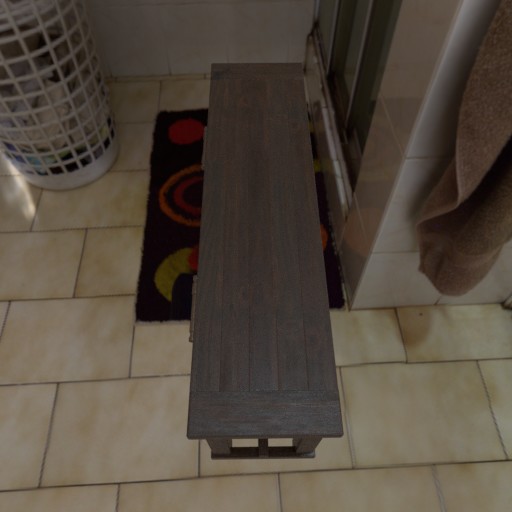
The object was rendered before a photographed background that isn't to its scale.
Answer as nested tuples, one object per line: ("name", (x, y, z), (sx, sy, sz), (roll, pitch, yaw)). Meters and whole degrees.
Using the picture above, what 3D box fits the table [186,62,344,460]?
("table", (0.000, 0.000, 1.907), (0.442, 0.762, 1.599), (-1, 58, 0))
